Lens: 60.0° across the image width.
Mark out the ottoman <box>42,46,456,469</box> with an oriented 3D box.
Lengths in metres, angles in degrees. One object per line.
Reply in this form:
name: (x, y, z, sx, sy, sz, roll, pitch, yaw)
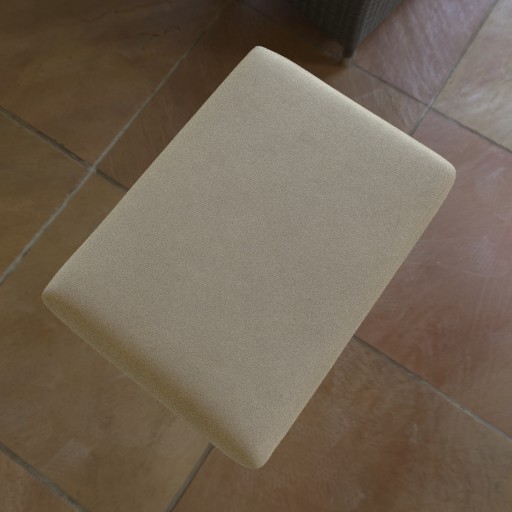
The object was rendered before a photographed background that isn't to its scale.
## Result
ottoman: (0.000, 0.000, 1.117, 0.569, 0.504, 0.773, 36, 79, 8)
